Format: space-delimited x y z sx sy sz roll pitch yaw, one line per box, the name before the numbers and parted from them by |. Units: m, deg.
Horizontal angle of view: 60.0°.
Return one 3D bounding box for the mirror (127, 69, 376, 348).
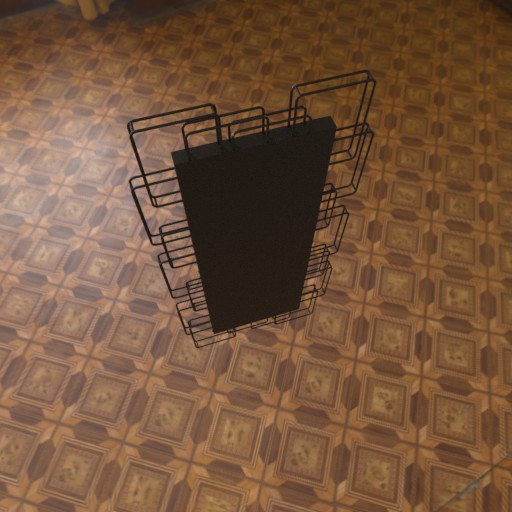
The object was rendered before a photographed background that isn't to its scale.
mirror | 0.000 0.000 1.364 0.565 1.192 0.037 -15 61 -9
